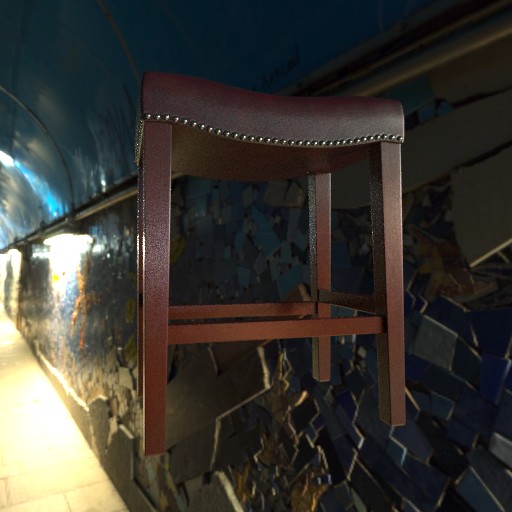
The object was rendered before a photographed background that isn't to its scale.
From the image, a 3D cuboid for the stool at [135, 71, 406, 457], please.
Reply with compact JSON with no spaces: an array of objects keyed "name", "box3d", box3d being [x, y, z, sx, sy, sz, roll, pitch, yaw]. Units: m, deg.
[{"name":"stool","box3d":[0.000,0.000,0.963,0.504,0.657,0.372,0,-1,-17]}]
